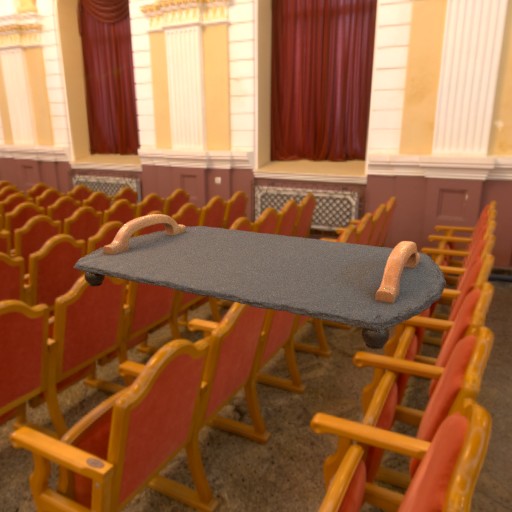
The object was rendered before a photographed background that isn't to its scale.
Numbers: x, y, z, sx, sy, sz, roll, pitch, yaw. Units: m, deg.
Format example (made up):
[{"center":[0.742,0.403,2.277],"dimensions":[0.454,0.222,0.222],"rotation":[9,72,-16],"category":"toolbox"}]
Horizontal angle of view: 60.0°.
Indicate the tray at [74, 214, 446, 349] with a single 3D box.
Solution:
[{"center":[0.000,0.000,0.489],"dimensions":[0.387,0.062,0.231],"rotation":[8,18,27],"category":"tray"}]
